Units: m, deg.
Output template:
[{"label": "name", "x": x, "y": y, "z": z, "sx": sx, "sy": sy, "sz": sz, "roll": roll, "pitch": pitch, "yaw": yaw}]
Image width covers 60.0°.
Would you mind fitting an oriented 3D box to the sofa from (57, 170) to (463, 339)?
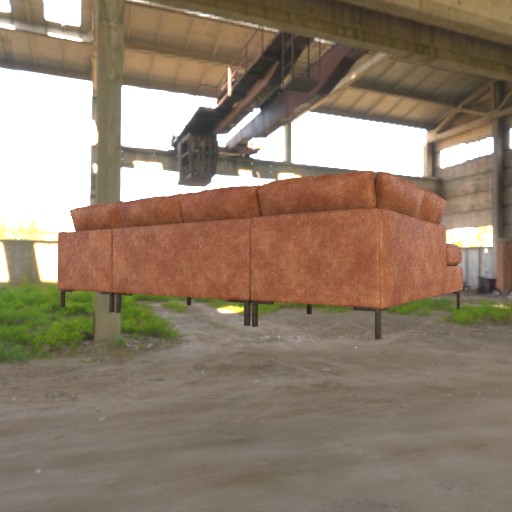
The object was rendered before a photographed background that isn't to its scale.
[{"label": "sofa", "x": 0.000, "y": 0.000, "z": 3.834, "sx": 2.956, "sy": 0.900, "sz": 1.939, "roll": -1, "pitch": -1, "yaw": 36}]
